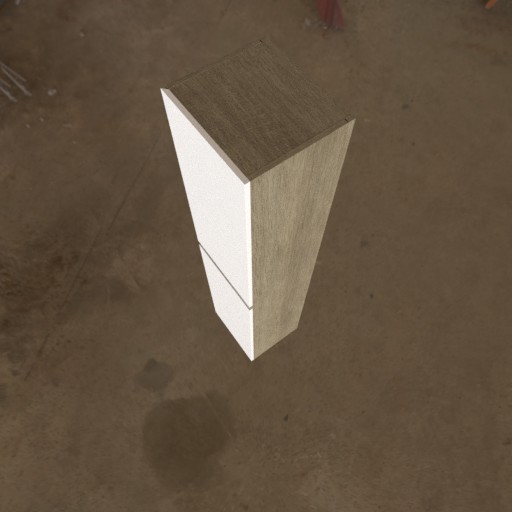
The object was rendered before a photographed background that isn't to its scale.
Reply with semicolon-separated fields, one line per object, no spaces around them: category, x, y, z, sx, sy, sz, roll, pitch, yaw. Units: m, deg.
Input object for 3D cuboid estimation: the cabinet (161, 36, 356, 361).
cabinet;0.000;0.000;1.524;0.270;1.400;0.300;-33;68;-15
